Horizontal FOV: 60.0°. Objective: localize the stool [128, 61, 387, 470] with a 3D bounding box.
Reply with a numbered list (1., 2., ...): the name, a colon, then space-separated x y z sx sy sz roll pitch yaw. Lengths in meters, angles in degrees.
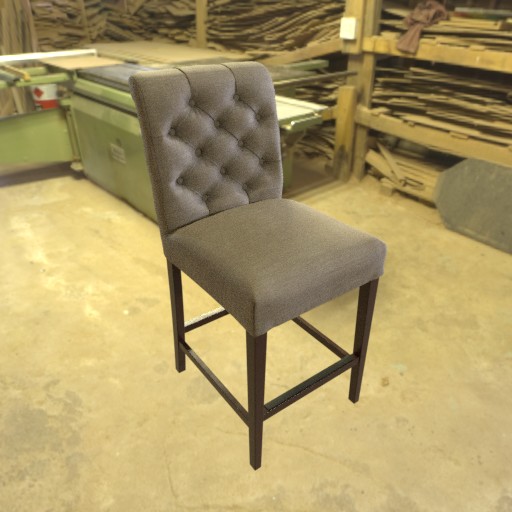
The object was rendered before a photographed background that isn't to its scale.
1. stool: 0.000 0.000 1.432 0.486 1.084 0.660 -20 36 -31
